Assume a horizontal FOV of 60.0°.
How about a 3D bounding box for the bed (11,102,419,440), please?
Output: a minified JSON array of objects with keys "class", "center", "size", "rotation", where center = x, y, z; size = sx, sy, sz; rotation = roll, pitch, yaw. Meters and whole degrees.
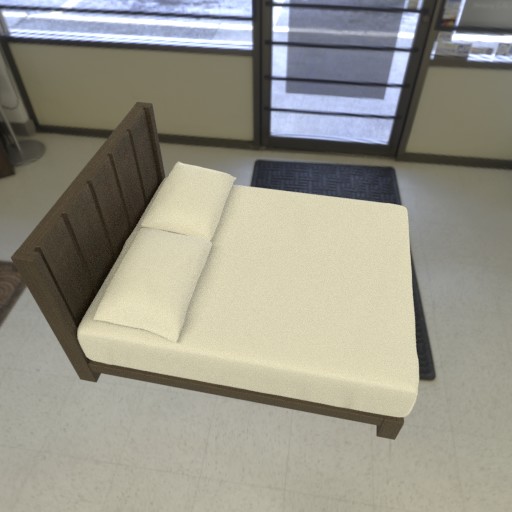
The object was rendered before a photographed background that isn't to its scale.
[{"class":"bed","center":[0.000,0.000,3.181],"size":[2.242,1.270,1.727],"rotation":[8,46,8]}]
